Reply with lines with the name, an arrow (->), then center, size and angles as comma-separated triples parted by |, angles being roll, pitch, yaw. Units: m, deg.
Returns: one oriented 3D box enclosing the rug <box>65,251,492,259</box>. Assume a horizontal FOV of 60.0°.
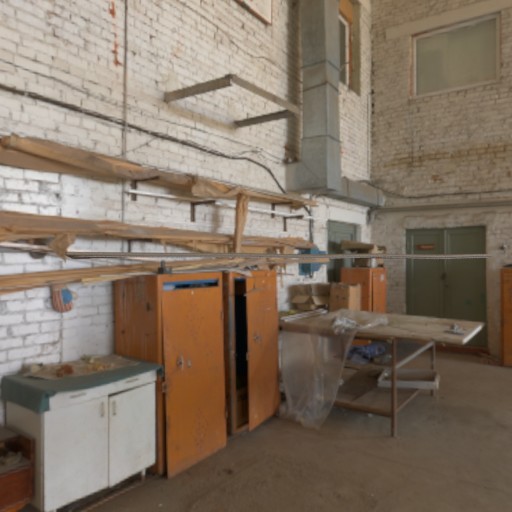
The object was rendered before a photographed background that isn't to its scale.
rug -> 0.000, 0.000, 4.018 | 3.011, 0.054, 2.399 | 0, 0, -19
